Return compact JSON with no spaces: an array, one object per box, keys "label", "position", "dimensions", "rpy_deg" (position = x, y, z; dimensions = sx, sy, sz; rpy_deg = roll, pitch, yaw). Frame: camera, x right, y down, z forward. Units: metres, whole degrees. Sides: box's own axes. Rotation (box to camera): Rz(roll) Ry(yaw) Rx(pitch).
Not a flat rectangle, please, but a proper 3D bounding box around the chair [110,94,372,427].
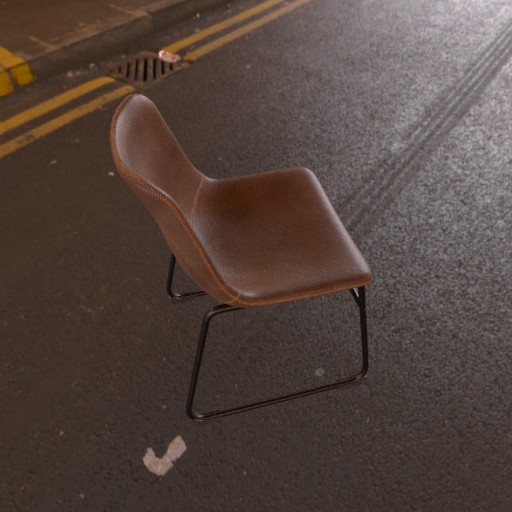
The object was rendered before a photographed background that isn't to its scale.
[{"label":"chair","position":[0.000,0.000,1.133],"dimensions":[0.551,0.780,0.460],"rpy_deg":[-11,48,-10]}]
